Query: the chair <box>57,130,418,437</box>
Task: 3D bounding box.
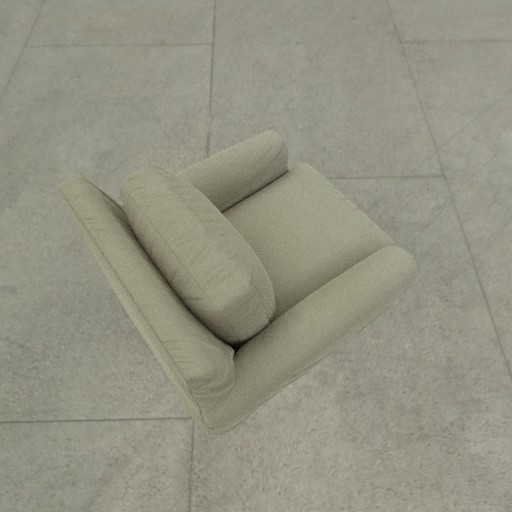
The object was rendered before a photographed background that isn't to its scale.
[{"bbox_3d":[0.000,0.000,1.754,1.066,0.866,0.940,-32,63,-19],"label":"chair"}]
